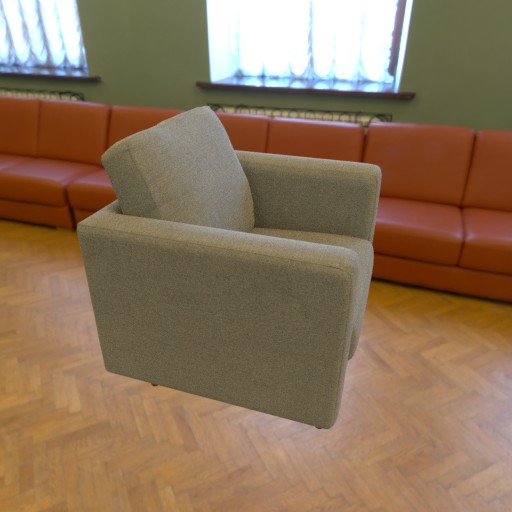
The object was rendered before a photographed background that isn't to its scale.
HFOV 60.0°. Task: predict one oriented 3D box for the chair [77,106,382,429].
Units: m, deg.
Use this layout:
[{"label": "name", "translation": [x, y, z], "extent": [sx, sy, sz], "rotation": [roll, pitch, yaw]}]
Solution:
[{"label": "chair", "translation": [0.000, 0.000, 1.575], "extent": [0.800, 0.927, 0.855], "rotation": [9, 30, 16]}]
